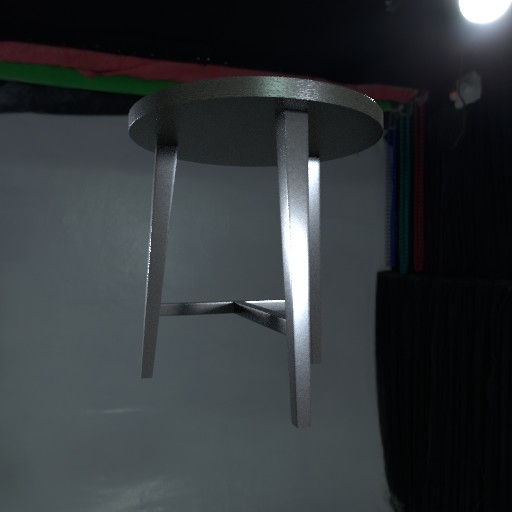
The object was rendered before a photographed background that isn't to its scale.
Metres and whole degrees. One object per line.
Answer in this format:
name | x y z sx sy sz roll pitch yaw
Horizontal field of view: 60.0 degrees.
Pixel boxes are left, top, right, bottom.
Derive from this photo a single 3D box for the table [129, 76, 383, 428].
table | 0.000 0.000 0.904 0.500 0.531 0.500 0 0 0
